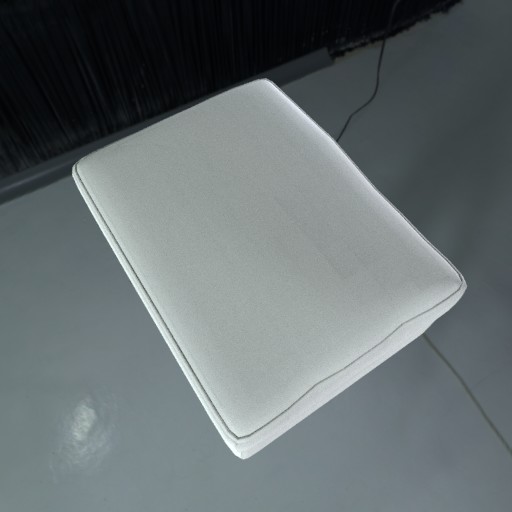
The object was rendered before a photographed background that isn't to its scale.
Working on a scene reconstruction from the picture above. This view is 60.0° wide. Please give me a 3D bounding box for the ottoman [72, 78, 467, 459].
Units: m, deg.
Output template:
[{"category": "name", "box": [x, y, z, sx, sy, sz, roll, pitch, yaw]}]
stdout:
[{"category": "ottoman", "box": [0.000, 0.000, 1.205, 0.634, 0.479, 0.818, -30, 65, -15]}]
